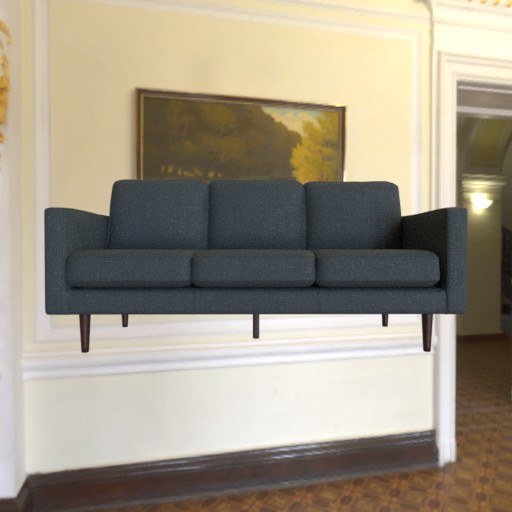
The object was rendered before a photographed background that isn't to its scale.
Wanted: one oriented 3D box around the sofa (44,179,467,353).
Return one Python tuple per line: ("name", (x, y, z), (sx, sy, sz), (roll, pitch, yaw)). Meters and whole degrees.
("sofa", (0.000, 0.000, 2.523), (2.013, 0.945, 0.935), (0, 1, -1))
